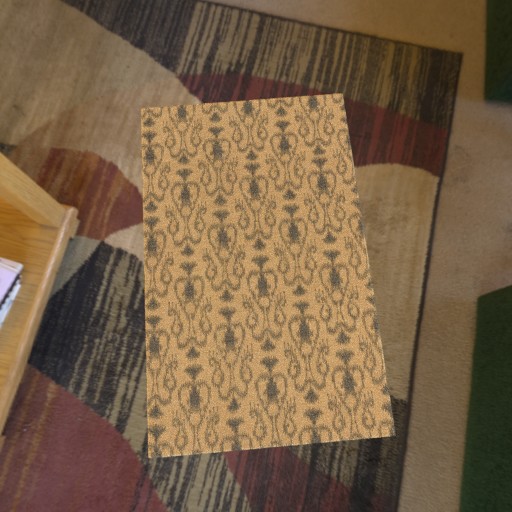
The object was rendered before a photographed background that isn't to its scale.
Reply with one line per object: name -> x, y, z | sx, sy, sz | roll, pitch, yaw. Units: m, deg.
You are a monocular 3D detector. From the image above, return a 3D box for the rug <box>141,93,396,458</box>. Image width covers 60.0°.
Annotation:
rug -> 0.000, 0.000, 2.056 | 1.035, 0.006, 1.652 | -5, 75, -1
